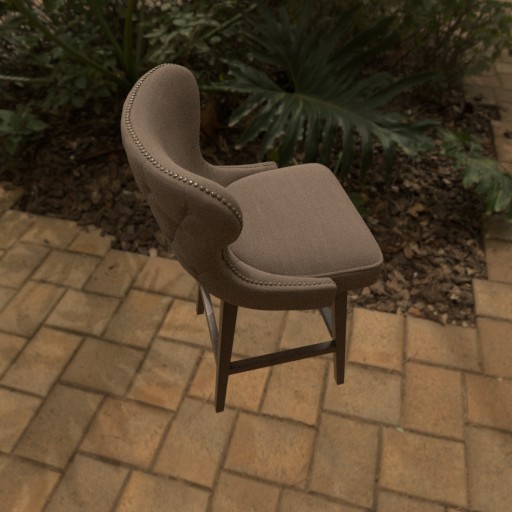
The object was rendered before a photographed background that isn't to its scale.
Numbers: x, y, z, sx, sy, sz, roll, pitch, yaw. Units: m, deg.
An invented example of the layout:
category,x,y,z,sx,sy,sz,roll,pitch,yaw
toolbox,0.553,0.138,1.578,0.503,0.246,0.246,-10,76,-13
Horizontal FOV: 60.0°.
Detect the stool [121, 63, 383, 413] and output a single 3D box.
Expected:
category,x,y,z,sx,sy,sz,roll,pitch,yaw
stool,0.000,0.000,1.324,0.597,0.972,0.615,-10,47,-10
